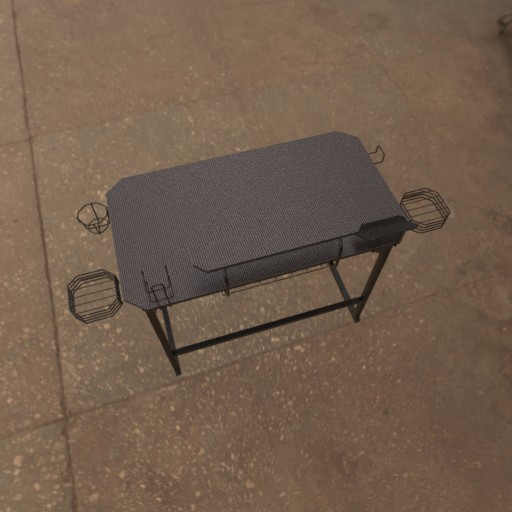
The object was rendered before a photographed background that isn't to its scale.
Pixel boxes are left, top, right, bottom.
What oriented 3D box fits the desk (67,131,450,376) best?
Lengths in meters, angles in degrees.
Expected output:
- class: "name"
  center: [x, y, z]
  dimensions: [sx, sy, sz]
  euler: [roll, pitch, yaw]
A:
- class: "desk"
  center: [0.000, 0.000, 1.764]
  dimensions: [1.290, 0.880, 0.580]
  euler: [-15, 59, -9]
